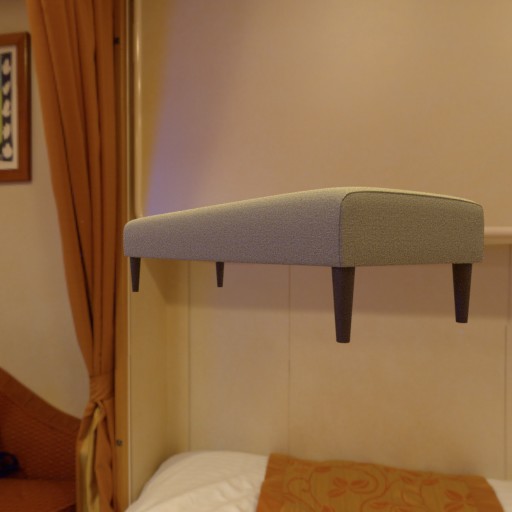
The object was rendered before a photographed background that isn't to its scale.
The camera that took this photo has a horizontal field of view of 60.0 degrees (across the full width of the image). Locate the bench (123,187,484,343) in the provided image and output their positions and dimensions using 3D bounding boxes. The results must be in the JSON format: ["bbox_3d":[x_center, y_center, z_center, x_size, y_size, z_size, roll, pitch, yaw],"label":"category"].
[{"bbox_3d":[0.000,0.000,1.846,0.646,0.393,1.609,-1,1,-34],"label":"bench"}]
